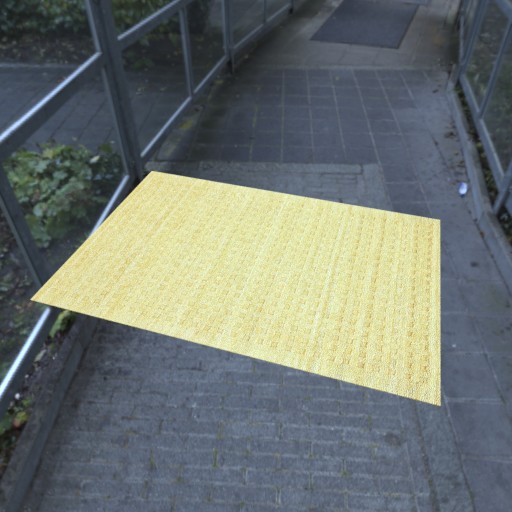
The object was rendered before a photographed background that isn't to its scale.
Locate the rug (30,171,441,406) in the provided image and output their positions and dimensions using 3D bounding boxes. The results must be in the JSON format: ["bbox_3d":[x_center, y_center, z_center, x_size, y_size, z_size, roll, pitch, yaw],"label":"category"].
[{"bbox_3d":[0.000,0.000,2.881,2.286,0.006,1.524,12,43,13],"label":"rug"}]
